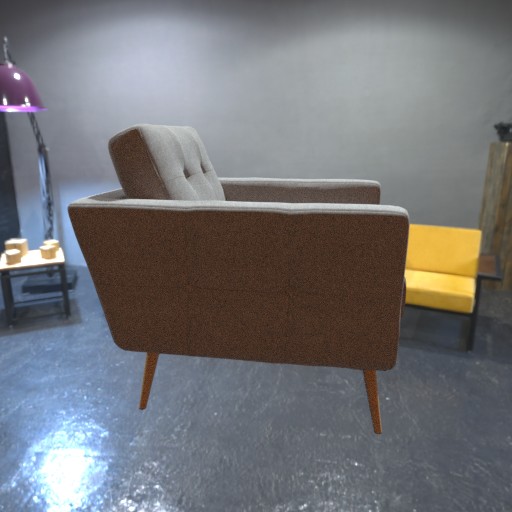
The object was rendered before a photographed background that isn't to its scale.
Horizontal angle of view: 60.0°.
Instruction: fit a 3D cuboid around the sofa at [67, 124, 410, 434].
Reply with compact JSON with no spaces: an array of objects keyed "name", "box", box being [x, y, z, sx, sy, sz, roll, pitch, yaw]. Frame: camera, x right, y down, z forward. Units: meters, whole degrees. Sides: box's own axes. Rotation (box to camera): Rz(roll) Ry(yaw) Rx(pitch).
[{"name":"sofa","box":[0.000,0.000,1.515,0.920,0.860,0.770,2,15,9]}]
